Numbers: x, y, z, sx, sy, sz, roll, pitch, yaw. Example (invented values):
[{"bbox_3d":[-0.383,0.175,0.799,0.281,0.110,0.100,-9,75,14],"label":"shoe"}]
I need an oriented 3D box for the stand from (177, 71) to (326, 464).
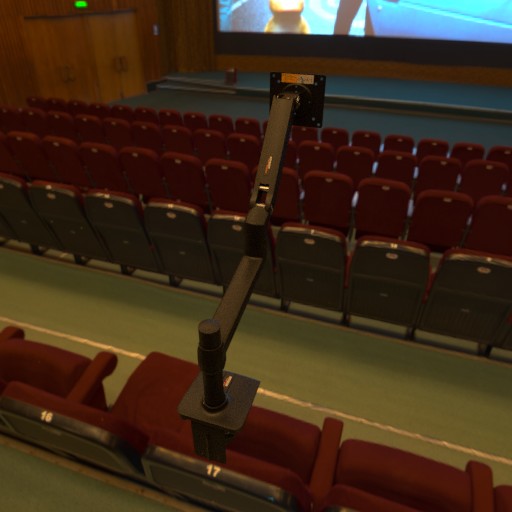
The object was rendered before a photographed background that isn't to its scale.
[{"bbox_3d":[0.000,0.000,1.067,0.152,0.713,0.650,10,34,16],"label":"stand"}]
